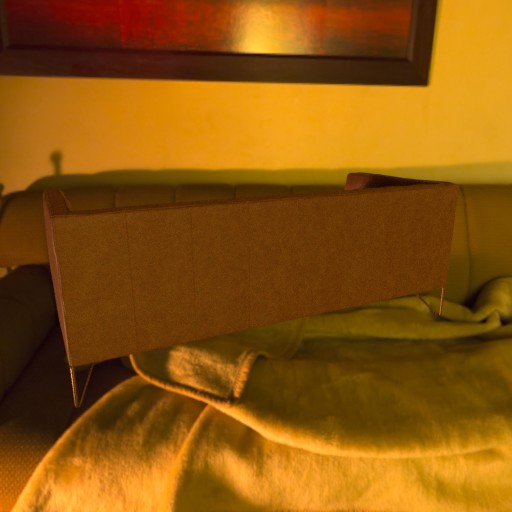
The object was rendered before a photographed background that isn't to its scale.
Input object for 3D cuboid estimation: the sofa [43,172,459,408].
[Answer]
[{"bbox_3d":[0.000,0.000,2.478,2.079,0.798,0.912,-8,18,-25],"label":"sofa"}]
